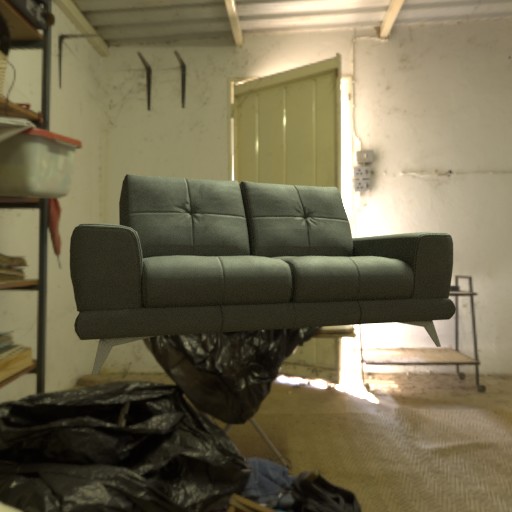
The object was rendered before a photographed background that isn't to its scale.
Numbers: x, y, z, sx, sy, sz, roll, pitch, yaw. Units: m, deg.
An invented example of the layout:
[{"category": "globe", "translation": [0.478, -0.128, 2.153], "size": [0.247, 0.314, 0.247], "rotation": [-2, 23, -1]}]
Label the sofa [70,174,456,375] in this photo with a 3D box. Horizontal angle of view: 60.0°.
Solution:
[{"category": "sofa", "translation": [0.000, 0.000, 2.373], "size": [1.806, 0.907, 1.018], "rotation": [0, -1, -20]}]
